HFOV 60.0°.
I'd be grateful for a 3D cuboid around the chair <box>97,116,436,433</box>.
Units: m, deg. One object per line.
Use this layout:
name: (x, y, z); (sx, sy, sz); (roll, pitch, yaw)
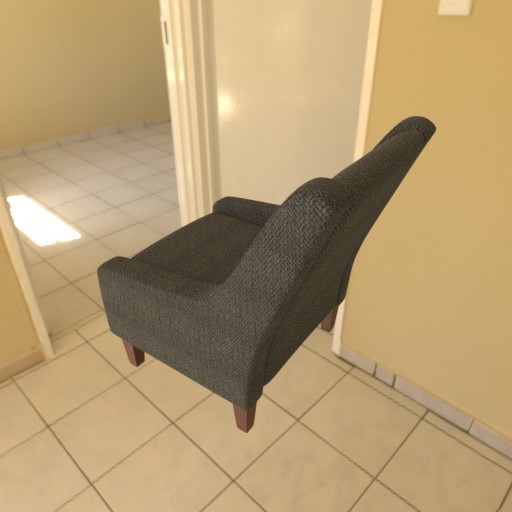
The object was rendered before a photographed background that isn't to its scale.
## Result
chair: (0.000, 0.000, 1.686); (0.944, 1.012, 0.793); (20, 37, 29)
